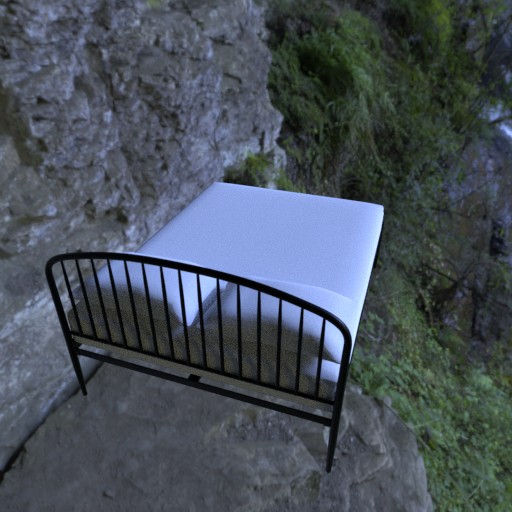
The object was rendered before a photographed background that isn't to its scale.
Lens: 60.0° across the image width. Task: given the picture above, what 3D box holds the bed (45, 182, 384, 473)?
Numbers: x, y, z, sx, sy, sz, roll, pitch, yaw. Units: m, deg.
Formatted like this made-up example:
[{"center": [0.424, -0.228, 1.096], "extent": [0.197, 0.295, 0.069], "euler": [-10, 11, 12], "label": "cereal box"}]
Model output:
[{"center": [0.000, 0.000, 3.155], "extent": [1.618, 1.166, 2.159], "euler": [10, 33, 16], "label": "bed"}]
